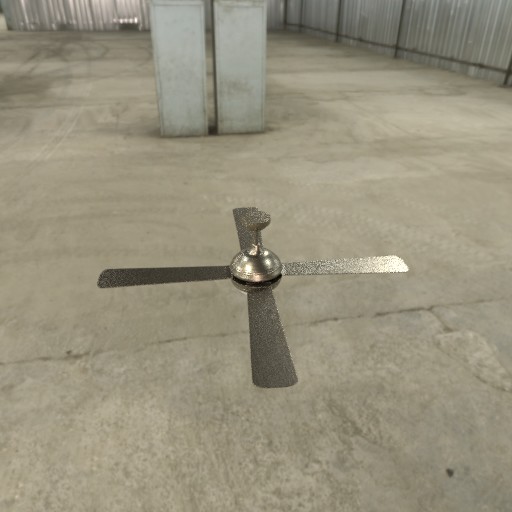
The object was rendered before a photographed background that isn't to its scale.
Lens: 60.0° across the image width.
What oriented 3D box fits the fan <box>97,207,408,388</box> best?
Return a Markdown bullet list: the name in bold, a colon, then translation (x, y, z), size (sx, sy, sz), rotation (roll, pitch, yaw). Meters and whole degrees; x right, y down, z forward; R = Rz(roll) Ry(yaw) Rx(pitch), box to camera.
- **fan**: translation (0.000, 0.000, 1.955), size (1.321, 0.381, 1.321), rotation (8, 31, 13)
